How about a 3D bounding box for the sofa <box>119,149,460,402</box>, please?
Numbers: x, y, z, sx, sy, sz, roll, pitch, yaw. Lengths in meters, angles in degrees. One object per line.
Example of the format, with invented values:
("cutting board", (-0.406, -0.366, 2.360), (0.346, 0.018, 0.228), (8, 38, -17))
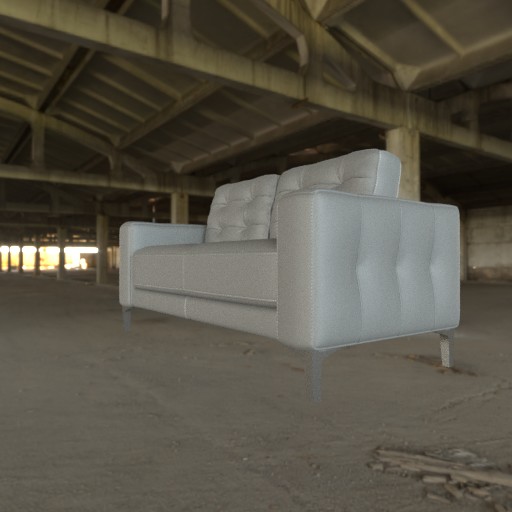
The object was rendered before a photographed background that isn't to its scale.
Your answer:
("sofa", (0.000, 0.000, 2.223), (0.833, 0.893, 1.726), (0, -1, -36))
